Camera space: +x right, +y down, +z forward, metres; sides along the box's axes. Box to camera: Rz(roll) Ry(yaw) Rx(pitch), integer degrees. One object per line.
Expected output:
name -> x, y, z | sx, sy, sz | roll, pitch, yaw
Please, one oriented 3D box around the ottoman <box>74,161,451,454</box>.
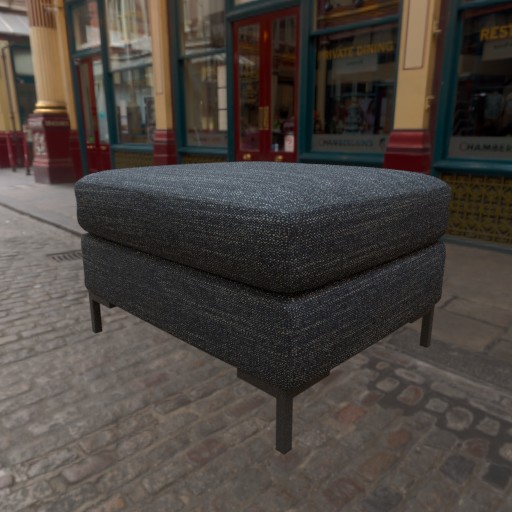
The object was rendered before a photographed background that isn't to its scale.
ottoman -> 0.000, 0.000, 1.221 | 0.814, 0.491, 0.667 | 14, 21, 43
